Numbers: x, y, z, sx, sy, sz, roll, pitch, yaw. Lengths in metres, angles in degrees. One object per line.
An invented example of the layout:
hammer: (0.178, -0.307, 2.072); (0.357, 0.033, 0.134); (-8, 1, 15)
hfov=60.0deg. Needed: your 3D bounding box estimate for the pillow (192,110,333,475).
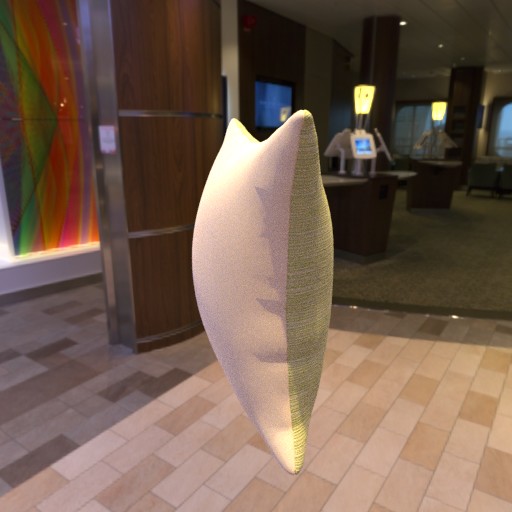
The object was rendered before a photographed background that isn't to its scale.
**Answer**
pillow: (0.000, 0.000, 0.802); (0.229, 0.487, 0.560); (-3, 16, -11)
